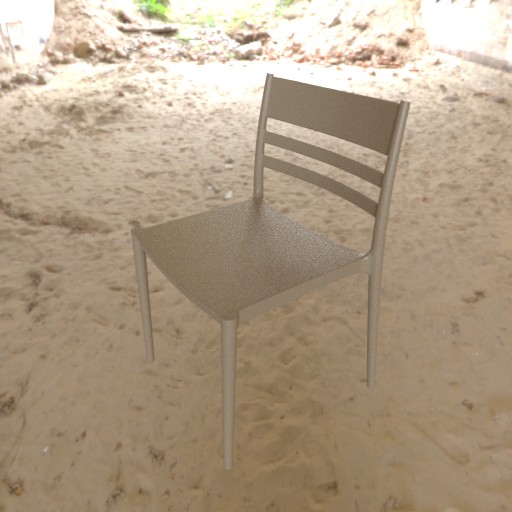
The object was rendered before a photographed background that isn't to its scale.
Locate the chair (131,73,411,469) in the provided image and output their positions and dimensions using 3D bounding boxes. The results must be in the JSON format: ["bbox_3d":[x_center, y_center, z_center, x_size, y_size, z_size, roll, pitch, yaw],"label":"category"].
[{"bbox_3d":[0.000,0.000,1.148,0.511,0.800,0.531,-20,36,-30],"label":"chair"}]
